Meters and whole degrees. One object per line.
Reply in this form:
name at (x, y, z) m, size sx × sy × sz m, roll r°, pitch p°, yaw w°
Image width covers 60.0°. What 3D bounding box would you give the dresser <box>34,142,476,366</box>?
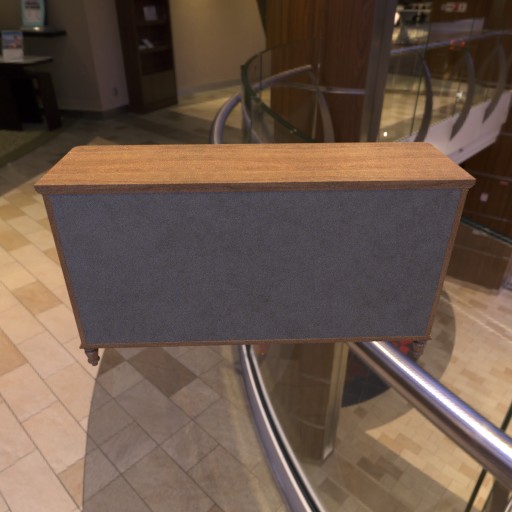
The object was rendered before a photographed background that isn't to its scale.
dresser at (0.000, 0.000, 2.013) m, size 1.583 × 0.892 × 0.468 m, roll -1°, pitch 31°, yaw -2°
